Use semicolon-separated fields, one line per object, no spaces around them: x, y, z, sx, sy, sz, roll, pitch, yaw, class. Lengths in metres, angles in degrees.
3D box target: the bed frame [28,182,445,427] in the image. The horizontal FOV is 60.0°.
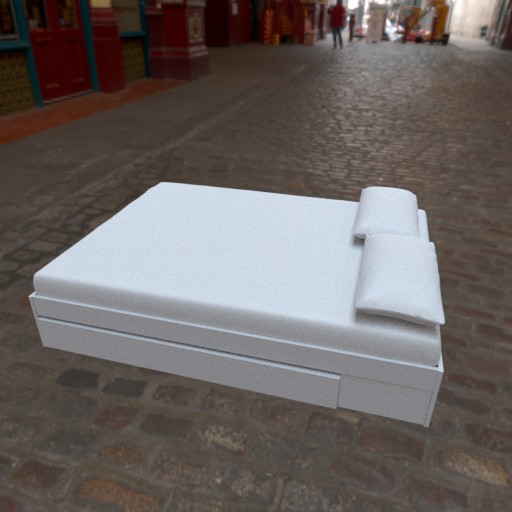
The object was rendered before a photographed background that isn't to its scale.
0.000;0.000;2.585;1.950;0.629;1.450;8;30;14;bed frame
